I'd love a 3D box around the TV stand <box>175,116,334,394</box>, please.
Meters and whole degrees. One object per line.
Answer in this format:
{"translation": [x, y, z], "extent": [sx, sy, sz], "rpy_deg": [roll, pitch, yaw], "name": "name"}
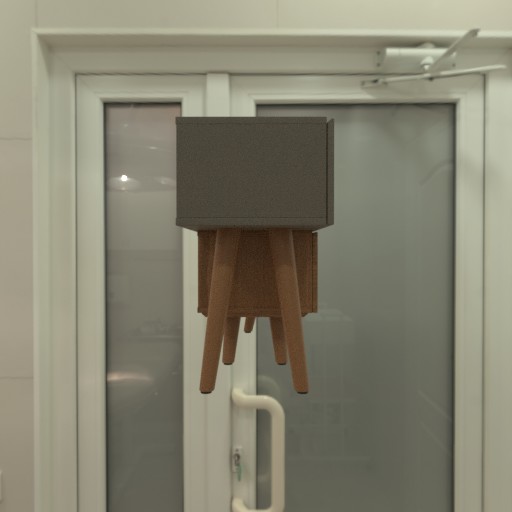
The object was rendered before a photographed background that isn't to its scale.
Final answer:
{"translation": [0.000, 0.000, 1.586], "extent": [0.329, 0.591, 1.336], "rpy_deg": [0, 1, 0], "name": "TV stand"}
